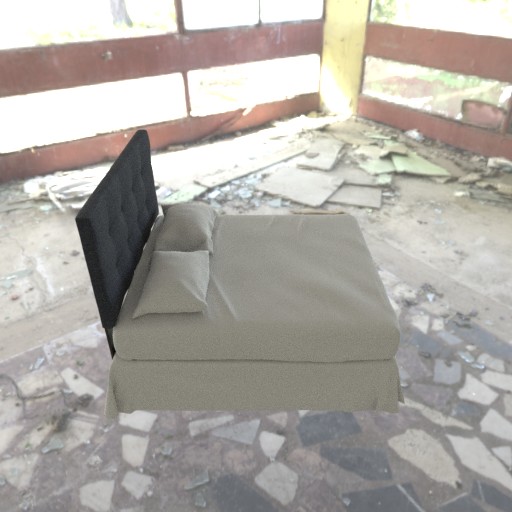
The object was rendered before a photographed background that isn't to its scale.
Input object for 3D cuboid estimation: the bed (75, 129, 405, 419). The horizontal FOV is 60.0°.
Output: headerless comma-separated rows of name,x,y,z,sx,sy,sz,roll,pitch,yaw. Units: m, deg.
bed,0.000,0.000,3.591,2.222,1.577,1.936,0,33,0
